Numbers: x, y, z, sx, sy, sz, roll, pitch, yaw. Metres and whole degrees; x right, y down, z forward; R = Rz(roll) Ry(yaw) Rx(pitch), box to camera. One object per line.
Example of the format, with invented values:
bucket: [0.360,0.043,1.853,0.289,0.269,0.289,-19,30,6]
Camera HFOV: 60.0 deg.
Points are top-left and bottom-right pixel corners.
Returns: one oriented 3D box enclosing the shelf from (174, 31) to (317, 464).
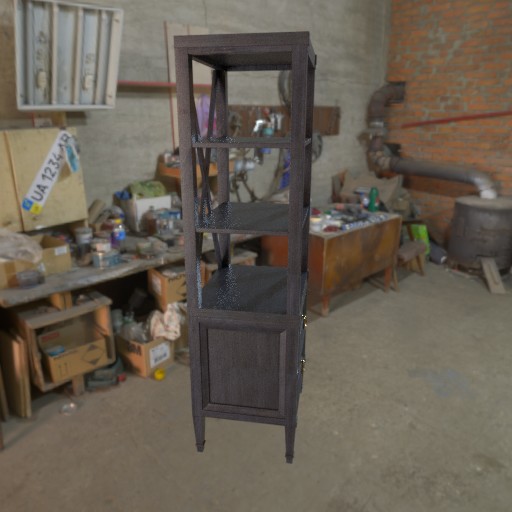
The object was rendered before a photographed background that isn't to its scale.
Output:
shelf: [0.000,0.000,2.005,0.472,1.727,0.584,3,17,10]
